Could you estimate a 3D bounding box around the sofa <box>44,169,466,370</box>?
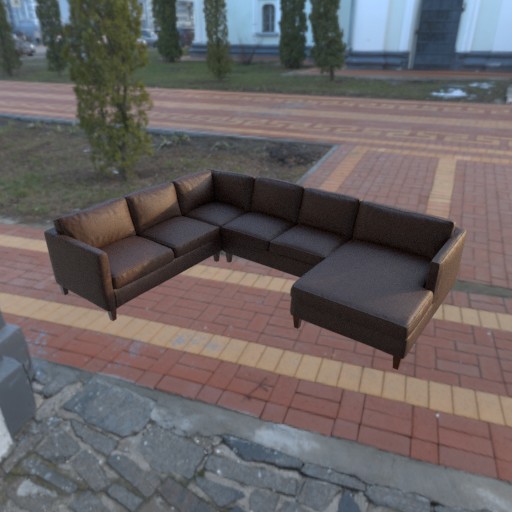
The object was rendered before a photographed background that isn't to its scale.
[{"bbox_3d":[0.000,0.000,4.566,3.460,0.923,2.593,18,32,32],"label":"sofa"}]
